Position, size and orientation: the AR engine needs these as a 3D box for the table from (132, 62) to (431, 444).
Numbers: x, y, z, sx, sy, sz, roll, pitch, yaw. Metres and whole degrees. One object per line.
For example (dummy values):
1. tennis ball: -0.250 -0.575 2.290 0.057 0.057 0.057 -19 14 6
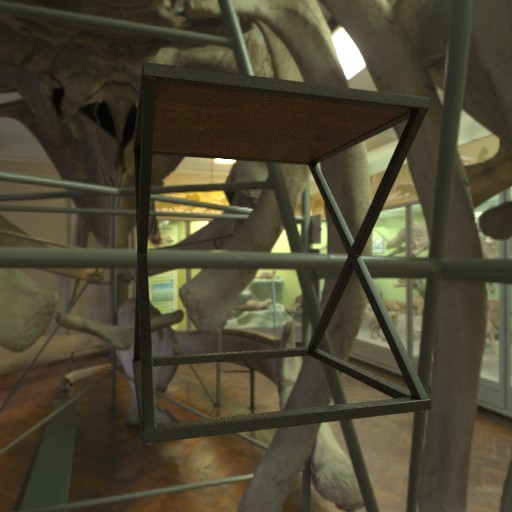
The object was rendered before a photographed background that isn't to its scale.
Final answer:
1. table: 0.000 0.000 0.958 0.500 0.565 0.500 0 0 -17
